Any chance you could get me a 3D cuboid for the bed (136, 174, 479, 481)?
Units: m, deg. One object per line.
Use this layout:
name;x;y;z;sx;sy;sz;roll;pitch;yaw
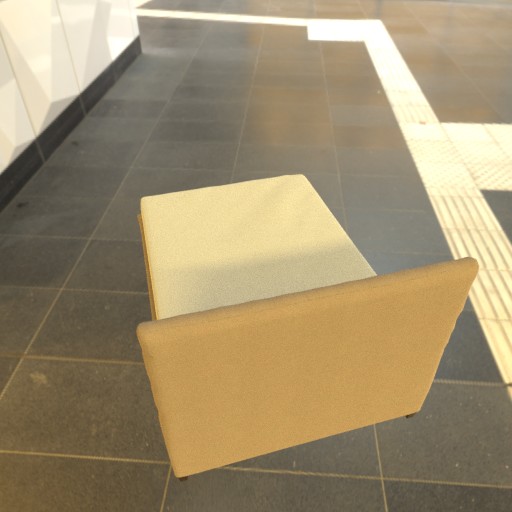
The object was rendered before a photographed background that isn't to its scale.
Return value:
bed;0.000;0.000;3.333;1.698;1.427;2.387;-10;42;-12
